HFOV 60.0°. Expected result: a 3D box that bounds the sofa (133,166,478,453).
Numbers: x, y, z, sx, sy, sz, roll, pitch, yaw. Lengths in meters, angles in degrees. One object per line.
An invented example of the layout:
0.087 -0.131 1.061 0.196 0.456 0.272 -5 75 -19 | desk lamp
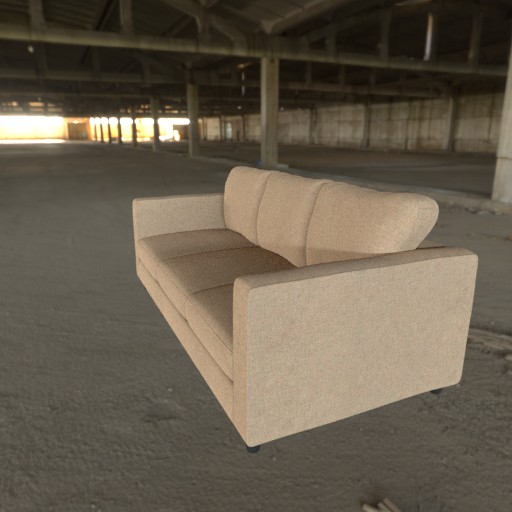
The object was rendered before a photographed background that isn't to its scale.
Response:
0.000 0.000 2.265 0.930 0.800 1.855 -7 17 -24 | sofa
